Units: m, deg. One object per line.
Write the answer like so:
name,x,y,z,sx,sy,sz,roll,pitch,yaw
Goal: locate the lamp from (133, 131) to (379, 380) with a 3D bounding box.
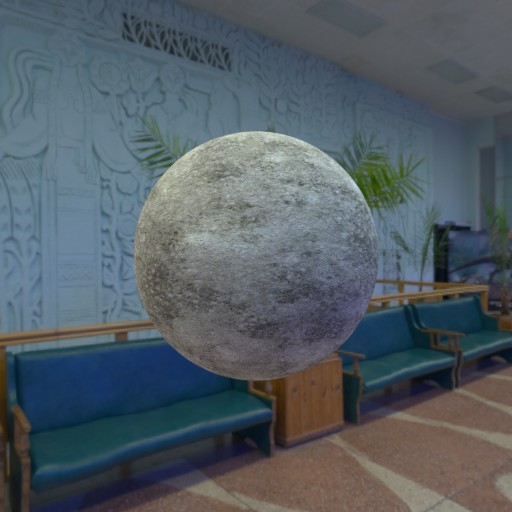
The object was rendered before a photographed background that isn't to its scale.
lamp,0.000,0.000,0.791,0.422,0.429,0.422,0,1,0
